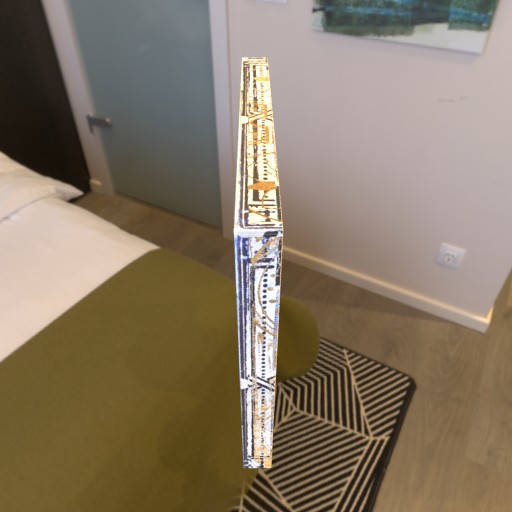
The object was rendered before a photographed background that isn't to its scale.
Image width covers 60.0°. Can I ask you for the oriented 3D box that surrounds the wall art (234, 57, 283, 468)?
[{"bbox_3d":[0.000,0.000,0.625,0.038,0.410,0.411,0,41,0],"label":"wall art"}]
